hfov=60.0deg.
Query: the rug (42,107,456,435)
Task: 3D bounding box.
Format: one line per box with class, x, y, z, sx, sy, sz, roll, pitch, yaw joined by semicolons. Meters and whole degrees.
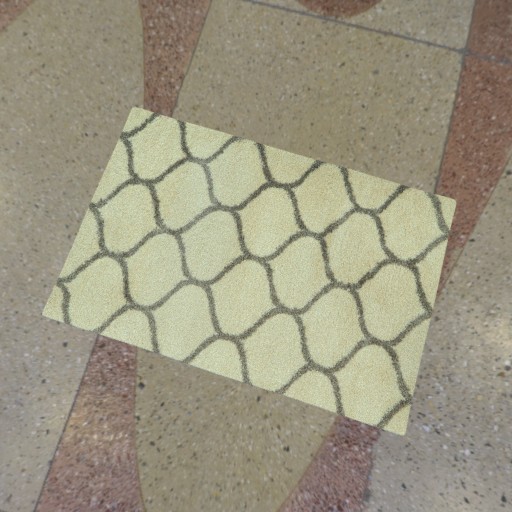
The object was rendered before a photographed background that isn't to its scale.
rug;0.000;0.000;3.333;2.701;0.026;1.801;17;76;4
